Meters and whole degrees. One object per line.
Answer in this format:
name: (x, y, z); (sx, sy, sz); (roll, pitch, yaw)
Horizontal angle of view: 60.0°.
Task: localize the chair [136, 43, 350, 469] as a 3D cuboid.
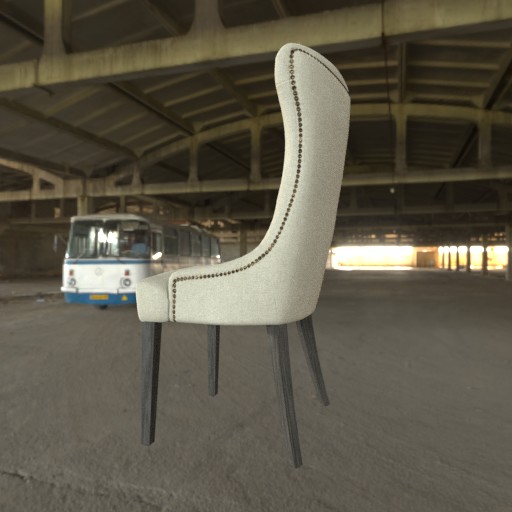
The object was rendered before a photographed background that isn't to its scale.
chair: (0.000, 0.000, 1.408); (0.590, 1.065, 0.584); (0, 0, 17)
